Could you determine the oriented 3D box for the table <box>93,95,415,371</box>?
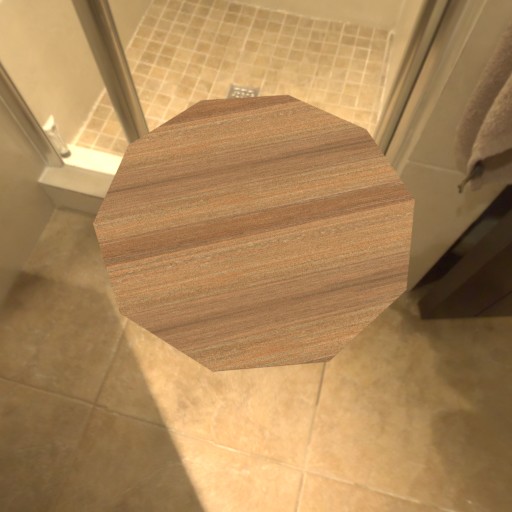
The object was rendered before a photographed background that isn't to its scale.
[{"bbox_3d":[0.000,0.000,1.968,1.186,0.752,1.186,0,64,0],"label":"table"}]
